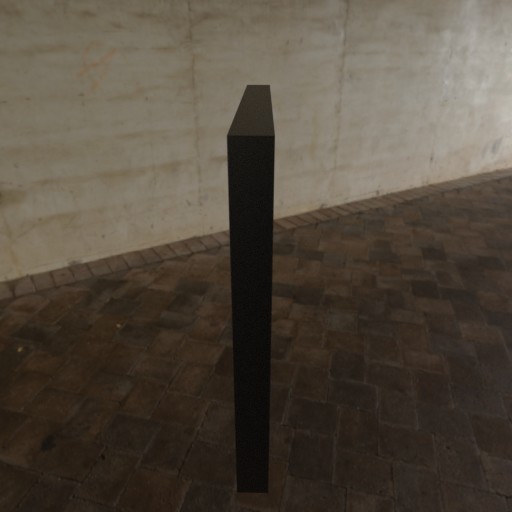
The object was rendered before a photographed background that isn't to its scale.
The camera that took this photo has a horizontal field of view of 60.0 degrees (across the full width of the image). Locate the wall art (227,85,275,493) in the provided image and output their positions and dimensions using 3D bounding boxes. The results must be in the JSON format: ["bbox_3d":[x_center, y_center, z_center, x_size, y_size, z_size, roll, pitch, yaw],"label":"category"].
[{"bbox_3d":[0.000,0.000,0.479,0.029,0.318,0.327,1,26,1],"label":"wall art"}]
